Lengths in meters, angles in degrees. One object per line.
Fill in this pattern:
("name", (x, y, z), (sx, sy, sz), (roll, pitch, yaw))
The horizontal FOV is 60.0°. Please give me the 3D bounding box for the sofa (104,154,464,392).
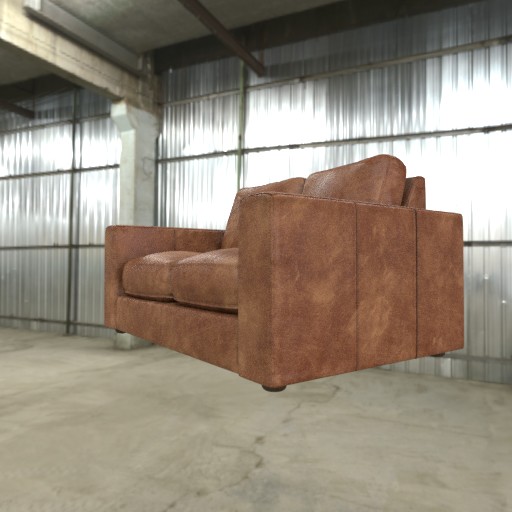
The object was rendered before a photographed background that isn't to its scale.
("sofa", (0.000, 0.000, 2.242), (1.041, 0.889, 1.626), (1, -1, -36))
